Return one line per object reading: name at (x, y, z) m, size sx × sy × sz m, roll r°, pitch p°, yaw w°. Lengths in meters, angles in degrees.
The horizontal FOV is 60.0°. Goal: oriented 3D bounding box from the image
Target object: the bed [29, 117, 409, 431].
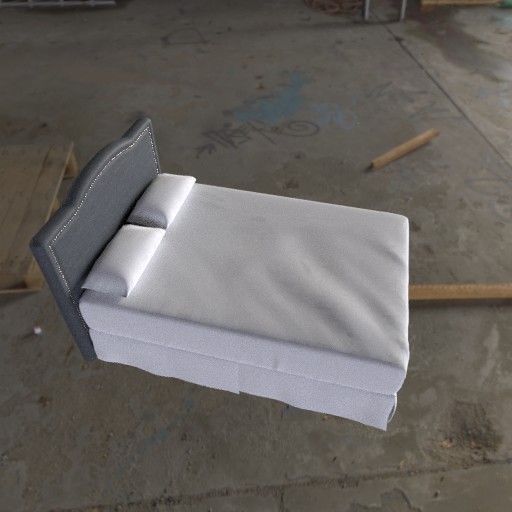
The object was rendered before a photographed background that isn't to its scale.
bed at (0.000, 0.000, 3.553) m, size 2.507 × 1.441 × 1.747 m, roll 10°, pitch 46°, yaw 10°
